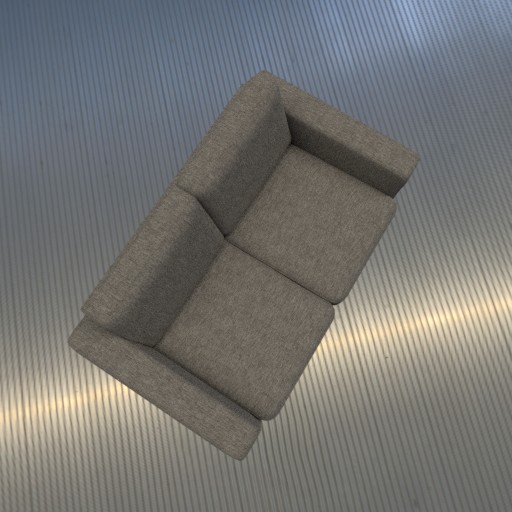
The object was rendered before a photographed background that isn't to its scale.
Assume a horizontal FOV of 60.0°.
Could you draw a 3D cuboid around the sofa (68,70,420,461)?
[{"bbox_3d":[0.000,0.000,2.032,0.900,0.800,1.520,31,78,7],"label":"sofa"}]
